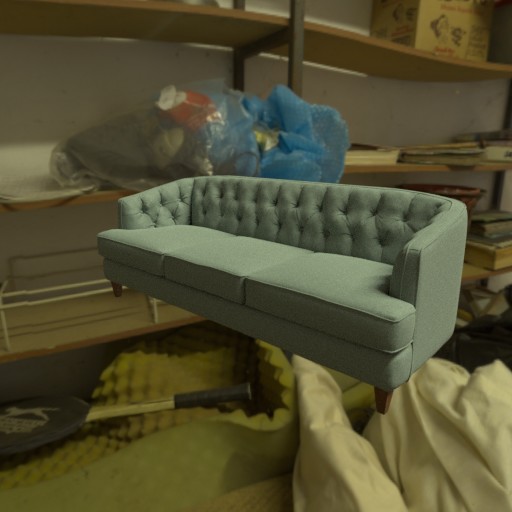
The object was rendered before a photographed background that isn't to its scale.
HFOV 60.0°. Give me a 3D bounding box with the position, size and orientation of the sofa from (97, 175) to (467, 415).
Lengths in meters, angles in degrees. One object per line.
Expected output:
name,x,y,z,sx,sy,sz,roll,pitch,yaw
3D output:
sofa,0.000,0.000,2.714,2.278,0.855,0.941,13,20,41
